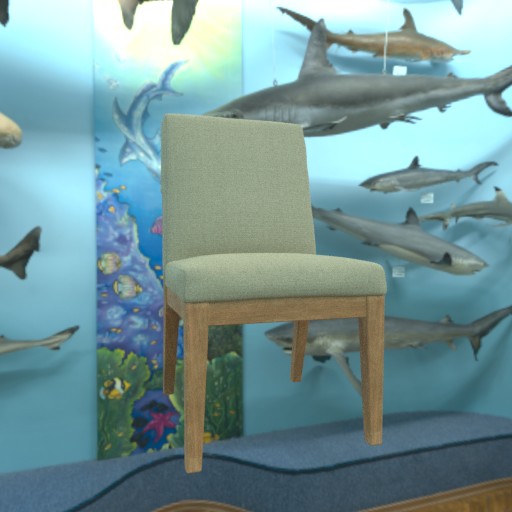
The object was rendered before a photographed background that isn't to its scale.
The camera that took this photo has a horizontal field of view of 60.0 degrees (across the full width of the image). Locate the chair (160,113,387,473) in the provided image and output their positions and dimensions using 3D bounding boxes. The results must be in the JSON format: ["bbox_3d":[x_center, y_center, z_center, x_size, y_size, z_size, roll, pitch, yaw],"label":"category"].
[{"bbox_3d":[0.000,0.000,1.264,0.507,0.911,0.586,-1,2,-17],"label":"chair"}]
